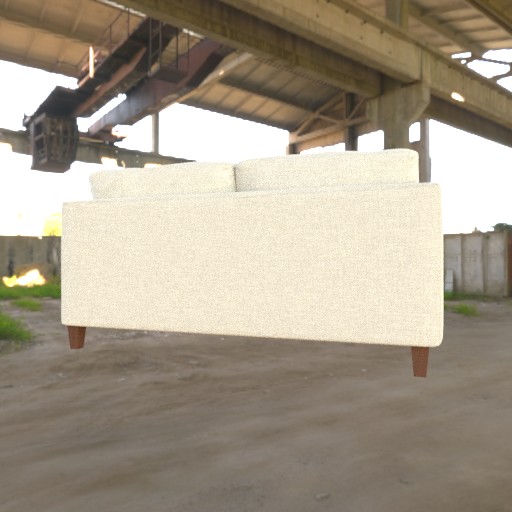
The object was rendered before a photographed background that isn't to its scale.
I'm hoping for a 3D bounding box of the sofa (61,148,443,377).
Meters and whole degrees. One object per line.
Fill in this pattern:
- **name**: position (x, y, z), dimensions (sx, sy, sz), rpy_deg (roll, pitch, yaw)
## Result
- **sofa**: position (0.000, 0.000, 2.430), dimensions (1.838, 0.963, 0.950), rpy_deg (0, 0, 19)
